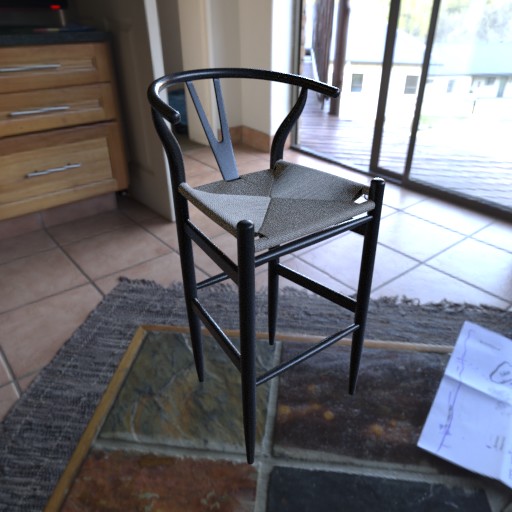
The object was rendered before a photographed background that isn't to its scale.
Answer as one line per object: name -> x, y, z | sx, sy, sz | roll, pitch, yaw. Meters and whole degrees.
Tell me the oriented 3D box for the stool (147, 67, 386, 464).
stool -> 0.000, 0.000, 1.433 | 0.569, 1.072, 0.579 | -21, 35, -32
